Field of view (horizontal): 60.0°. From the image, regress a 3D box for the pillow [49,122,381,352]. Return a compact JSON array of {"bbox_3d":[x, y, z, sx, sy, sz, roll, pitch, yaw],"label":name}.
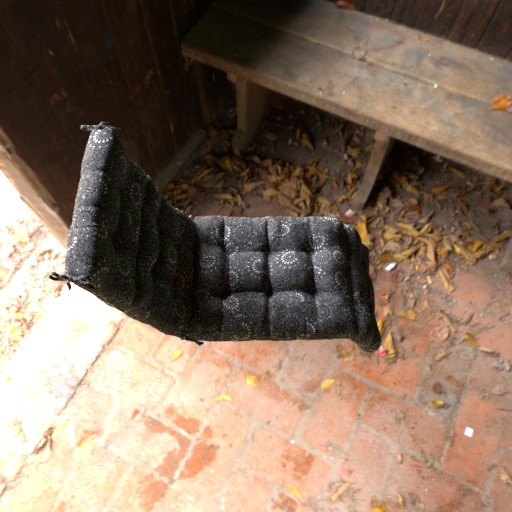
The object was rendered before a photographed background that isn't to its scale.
[{"bbox_3d":[0.000,0.000,1.548,1.016,0.863,0.526,-1,64,0],"label":"pillow"}]
